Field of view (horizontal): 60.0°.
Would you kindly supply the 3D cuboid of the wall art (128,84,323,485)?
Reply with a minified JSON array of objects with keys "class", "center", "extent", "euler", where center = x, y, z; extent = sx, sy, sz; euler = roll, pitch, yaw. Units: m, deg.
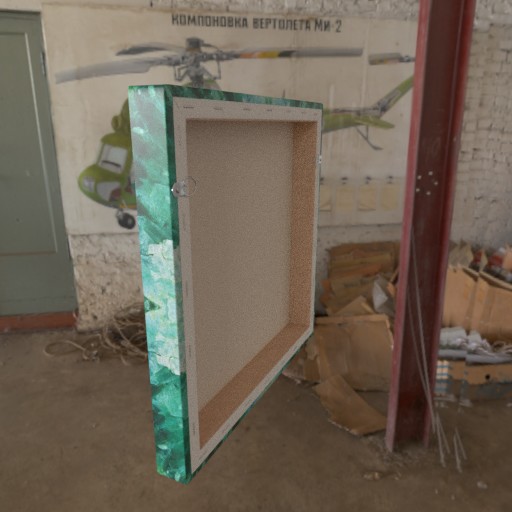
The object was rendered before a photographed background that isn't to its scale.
[{"class":"wall art","center":[0.000,0.000,0.463],"extent":[0.033,0.313,0.313],"euler":[8,18,26]}]
